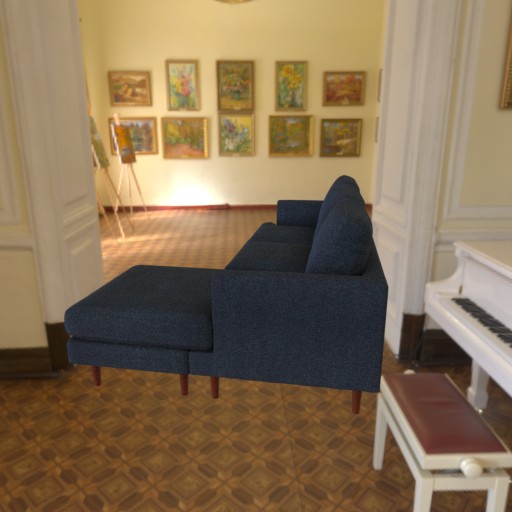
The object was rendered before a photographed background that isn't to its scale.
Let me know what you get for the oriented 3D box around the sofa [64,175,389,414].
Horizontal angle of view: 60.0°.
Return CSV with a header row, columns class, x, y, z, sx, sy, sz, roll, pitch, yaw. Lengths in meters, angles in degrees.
class,x,y,z,sx,sy,sz,roll,pitch,yaw
sofa,0.000,0.000,3.038,1.504,0.956,2.233,3,16,10
